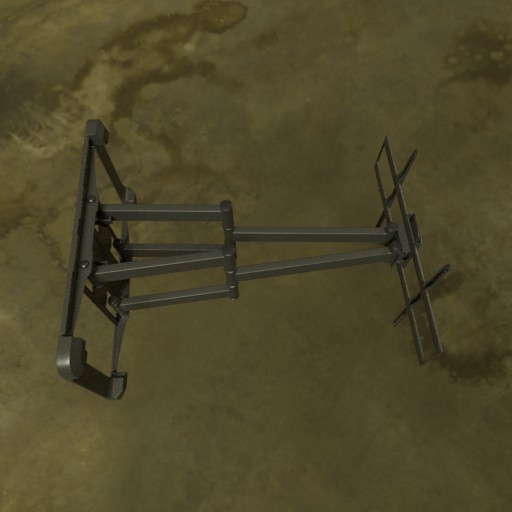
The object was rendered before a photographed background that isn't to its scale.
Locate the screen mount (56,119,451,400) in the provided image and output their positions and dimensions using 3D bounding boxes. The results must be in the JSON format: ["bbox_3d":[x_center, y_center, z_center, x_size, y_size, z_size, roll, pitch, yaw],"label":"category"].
[{"bbox_3d":[0.000,0.000,1.322,0.905,0.483,0.725,-4,64,-2],"label":"screen mount"}]
